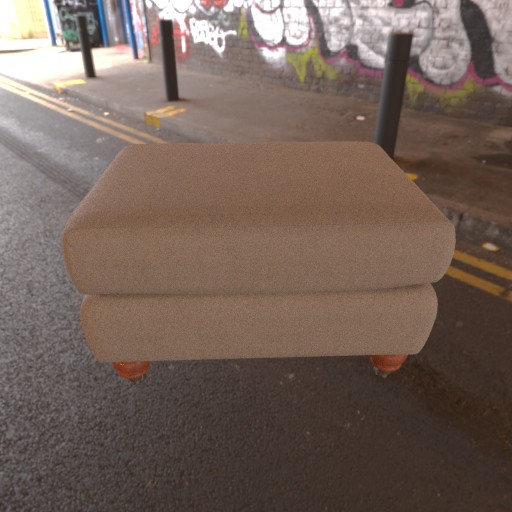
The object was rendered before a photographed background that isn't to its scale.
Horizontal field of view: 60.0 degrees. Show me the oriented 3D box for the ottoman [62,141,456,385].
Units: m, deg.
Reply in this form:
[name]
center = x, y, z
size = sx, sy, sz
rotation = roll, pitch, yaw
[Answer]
[ottoman]
center = 0.000, 0.000, 1.155
size = 0.773, 0.504, 0.569
rotation = -1, 30, -2
